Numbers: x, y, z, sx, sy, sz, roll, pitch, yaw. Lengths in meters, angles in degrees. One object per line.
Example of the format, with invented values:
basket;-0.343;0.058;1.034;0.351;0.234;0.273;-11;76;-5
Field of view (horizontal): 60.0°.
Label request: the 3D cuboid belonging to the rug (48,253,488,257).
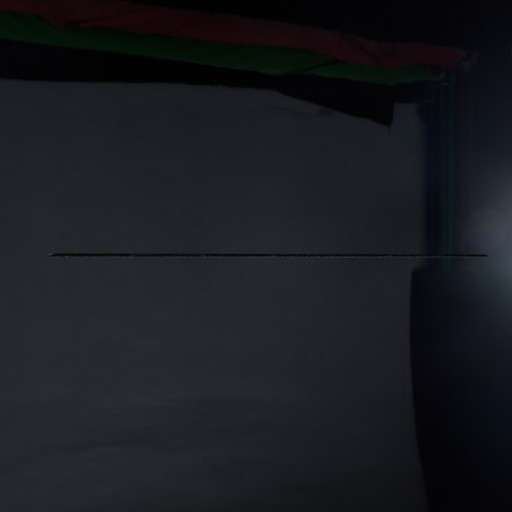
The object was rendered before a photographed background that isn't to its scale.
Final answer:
rug;0.000;0.000;2.334;1.836;0.012;1.239;0;0;-17
